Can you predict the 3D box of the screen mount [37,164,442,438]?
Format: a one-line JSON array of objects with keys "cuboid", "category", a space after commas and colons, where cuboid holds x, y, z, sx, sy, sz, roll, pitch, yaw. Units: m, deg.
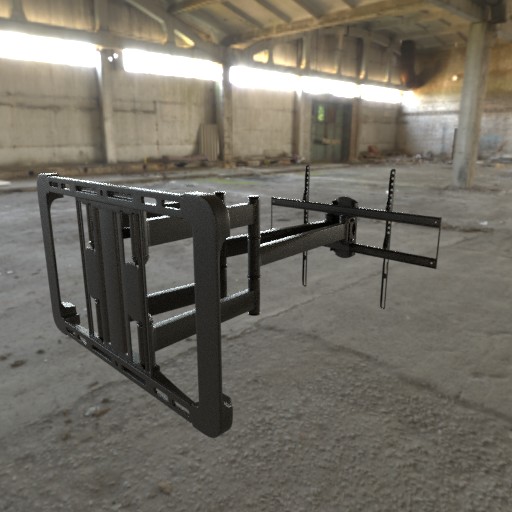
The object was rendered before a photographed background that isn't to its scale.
[{"cuboid": [0.000, 0.000, 1.279, 0.725, 0.483, 0.905, 14, 20, 43], "category": "screen mount"}]
